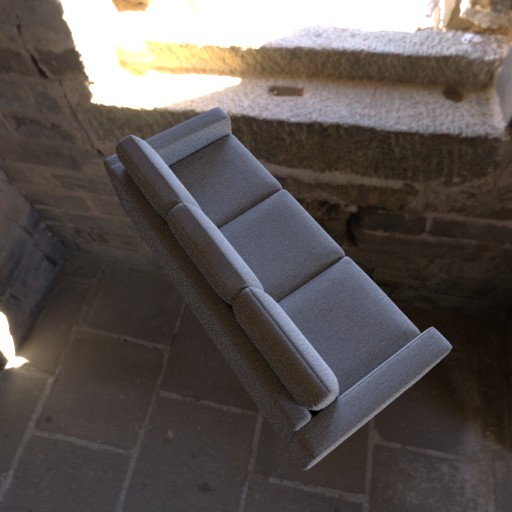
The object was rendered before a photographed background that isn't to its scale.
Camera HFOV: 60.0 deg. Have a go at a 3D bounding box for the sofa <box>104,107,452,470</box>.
[{"bbox_3d":[0.000,0.000,2.603,0.900,0.800,2.120,-31,64,-17],"label":"sofa"}]
